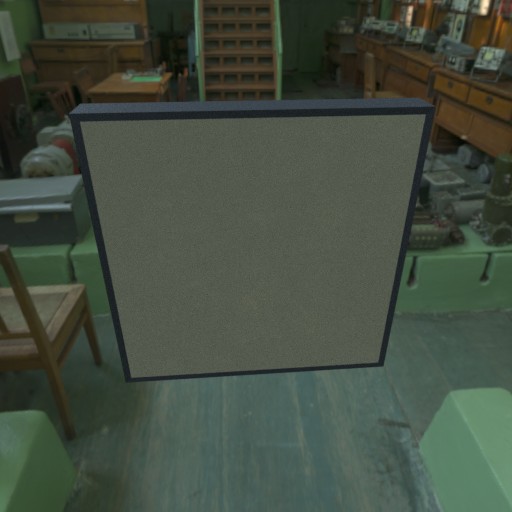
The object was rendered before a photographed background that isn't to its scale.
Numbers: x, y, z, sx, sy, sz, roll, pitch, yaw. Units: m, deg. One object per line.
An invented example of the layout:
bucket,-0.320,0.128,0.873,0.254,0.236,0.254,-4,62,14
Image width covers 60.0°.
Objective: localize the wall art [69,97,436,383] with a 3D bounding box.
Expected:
wall art,0.000,0.000,0.456,0.302,0.300,0.036,-2,31,-4
